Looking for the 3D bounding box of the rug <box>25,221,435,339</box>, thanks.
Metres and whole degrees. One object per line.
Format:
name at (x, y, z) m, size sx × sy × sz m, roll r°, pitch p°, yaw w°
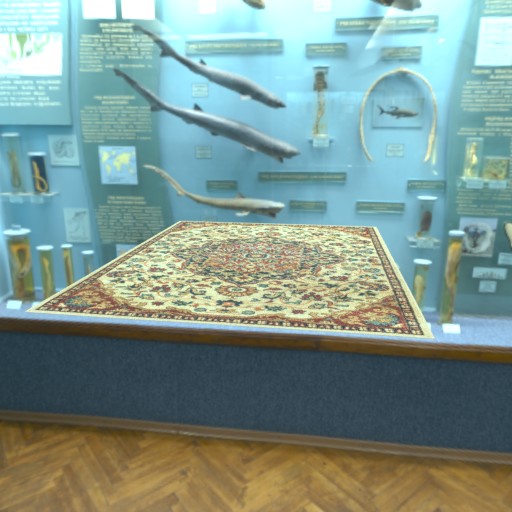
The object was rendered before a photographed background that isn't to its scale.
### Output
rug at (0.000, 0.000, 4.053) m, size 2.454 × 0.005 × 3.067 m, roll 2°, pitch 16°, yaw 9°
